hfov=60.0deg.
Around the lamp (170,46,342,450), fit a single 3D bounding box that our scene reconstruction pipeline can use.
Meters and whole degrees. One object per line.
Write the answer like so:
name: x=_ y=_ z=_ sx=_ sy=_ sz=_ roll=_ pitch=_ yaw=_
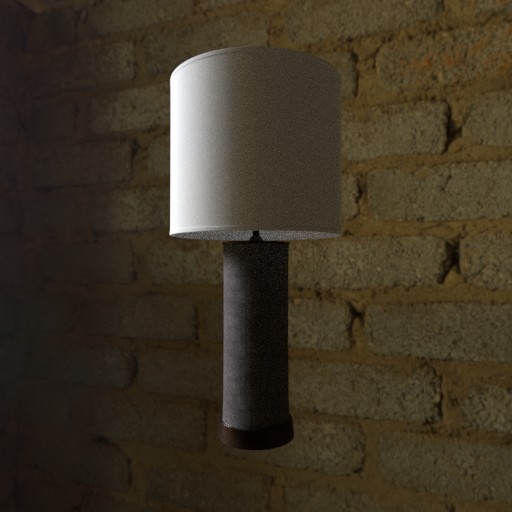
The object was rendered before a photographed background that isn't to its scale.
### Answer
lamp: x=0.000 y=0.000 z=0.787 sx=0.301 sy=0.630 sz=0.301 roll=0 pitch=-1 yaw=-17
